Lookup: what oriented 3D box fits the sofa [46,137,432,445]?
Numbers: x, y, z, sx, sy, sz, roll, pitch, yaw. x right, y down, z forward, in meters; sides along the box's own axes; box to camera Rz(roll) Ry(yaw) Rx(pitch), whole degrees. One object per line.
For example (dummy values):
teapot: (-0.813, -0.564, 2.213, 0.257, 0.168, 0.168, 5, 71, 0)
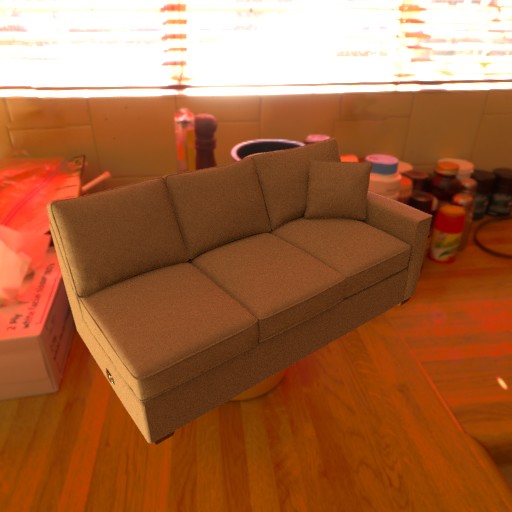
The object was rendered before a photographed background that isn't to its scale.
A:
sofa: (0.000, 0.000, 2.588, 1.963, 0.946, 1.034, -21, 36, -31)
